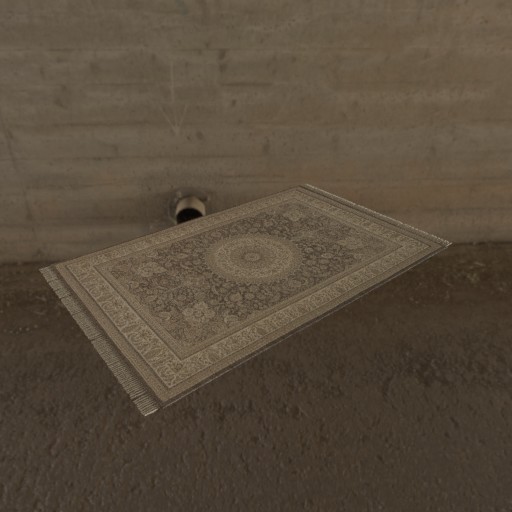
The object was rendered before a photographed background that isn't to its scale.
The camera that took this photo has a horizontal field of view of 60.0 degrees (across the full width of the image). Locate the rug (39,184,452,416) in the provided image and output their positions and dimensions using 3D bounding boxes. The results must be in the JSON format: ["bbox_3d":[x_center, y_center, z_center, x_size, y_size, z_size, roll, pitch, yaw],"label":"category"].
[{"bbox_3d":[0.000,0.000,3.055,2.440,0.010,1.528,-22,37,-33],"label":"rug"}]
